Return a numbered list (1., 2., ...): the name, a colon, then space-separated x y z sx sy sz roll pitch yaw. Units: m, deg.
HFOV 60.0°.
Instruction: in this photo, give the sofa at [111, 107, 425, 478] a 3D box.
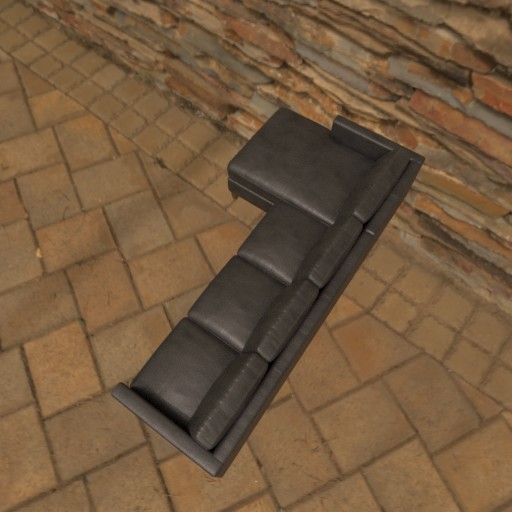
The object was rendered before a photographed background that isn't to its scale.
1. sofa: 0.000 0.000 3.925 1.581 0.883 3.203 32 67 15
